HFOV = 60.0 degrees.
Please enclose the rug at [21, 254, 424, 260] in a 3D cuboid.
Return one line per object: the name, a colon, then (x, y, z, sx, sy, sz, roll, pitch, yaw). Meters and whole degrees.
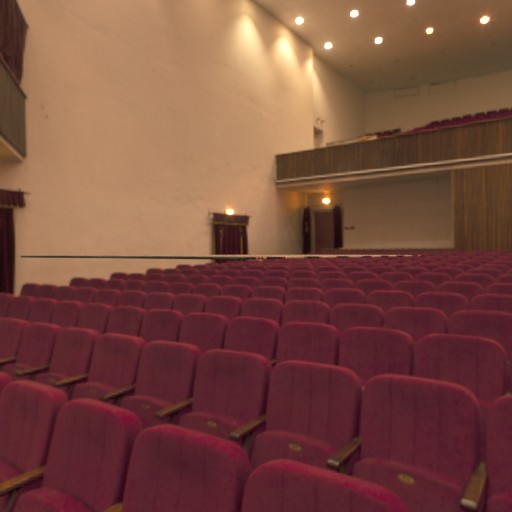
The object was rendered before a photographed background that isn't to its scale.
rug: (0.000, 0.000, 2.315, 1.221, 0.009, 1.825, 0, 0, 35)
